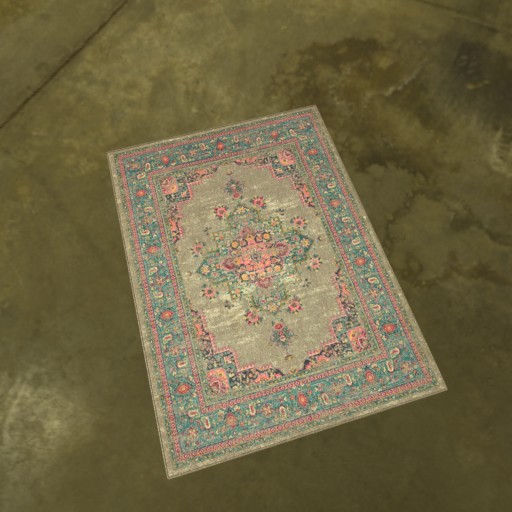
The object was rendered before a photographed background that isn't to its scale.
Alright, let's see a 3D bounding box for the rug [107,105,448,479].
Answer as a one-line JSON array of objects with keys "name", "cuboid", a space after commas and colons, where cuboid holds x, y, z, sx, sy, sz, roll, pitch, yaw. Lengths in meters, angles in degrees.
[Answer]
[{"name": "rug", "cuboid": [0.000, 0.000, 2.852, 1.609, 0.013, 2.214, -15, 65, -7]}]
